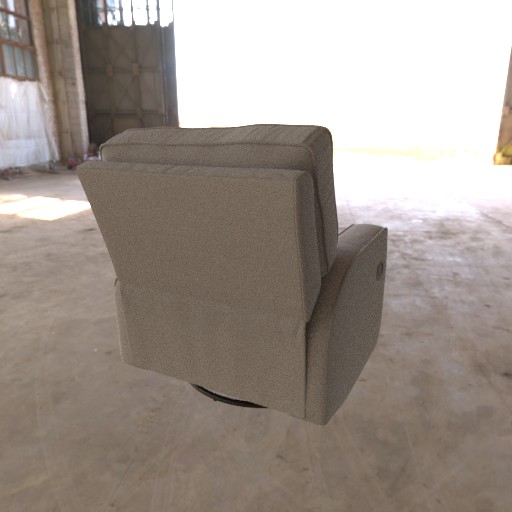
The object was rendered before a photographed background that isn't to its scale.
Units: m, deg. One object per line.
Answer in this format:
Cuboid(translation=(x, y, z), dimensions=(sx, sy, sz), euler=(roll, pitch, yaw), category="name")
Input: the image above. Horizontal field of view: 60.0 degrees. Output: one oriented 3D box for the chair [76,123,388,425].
Cuboid(translation=(0.000, 0.000, 1.689), dimensions=(0.861, 0.964, 0.969), euler=(8, 18, 27), category="chair")
